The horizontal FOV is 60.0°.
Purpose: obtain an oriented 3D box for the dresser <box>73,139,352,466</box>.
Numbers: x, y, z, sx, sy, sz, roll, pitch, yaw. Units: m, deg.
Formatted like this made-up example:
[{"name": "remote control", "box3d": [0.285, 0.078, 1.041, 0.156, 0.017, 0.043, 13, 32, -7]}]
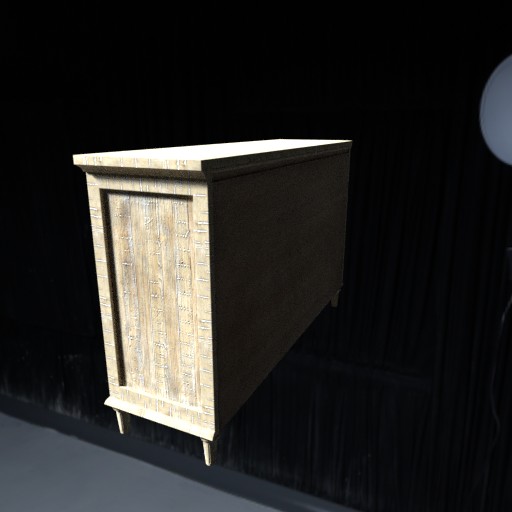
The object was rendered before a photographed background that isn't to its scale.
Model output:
[{"name": "dresser", "box3d": [0.000, 0.000, 2.101, 0.457, 1.016, 1.626, 8, 18, 24]}]
